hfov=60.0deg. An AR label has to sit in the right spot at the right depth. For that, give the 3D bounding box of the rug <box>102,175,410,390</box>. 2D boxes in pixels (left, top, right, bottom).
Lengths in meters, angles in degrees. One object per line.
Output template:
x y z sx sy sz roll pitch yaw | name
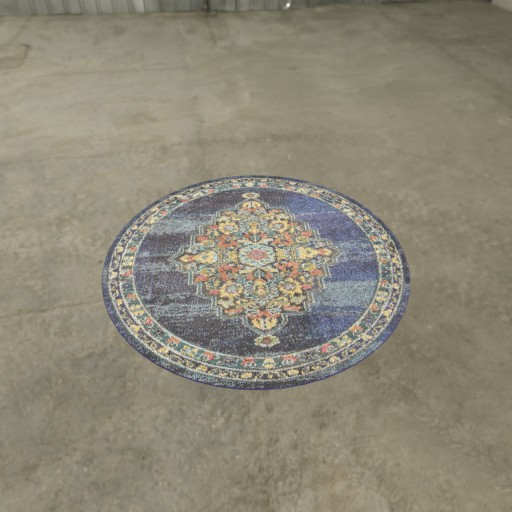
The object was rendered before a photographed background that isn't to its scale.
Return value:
0.000 0.000 3.538 2.386 0.014 2.386 0 42 0 | rug
